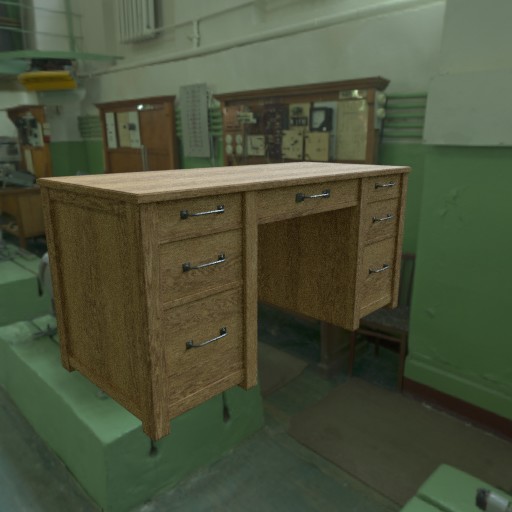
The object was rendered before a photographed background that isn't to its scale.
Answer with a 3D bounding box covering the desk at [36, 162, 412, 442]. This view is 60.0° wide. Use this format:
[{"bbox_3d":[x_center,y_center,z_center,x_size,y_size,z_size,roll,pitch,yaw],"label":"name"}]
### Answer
[{"bbox_3d":[0.000,0.000,2.002,0.685,0.751,1.567,14,20,42],"label":"desk"}]
